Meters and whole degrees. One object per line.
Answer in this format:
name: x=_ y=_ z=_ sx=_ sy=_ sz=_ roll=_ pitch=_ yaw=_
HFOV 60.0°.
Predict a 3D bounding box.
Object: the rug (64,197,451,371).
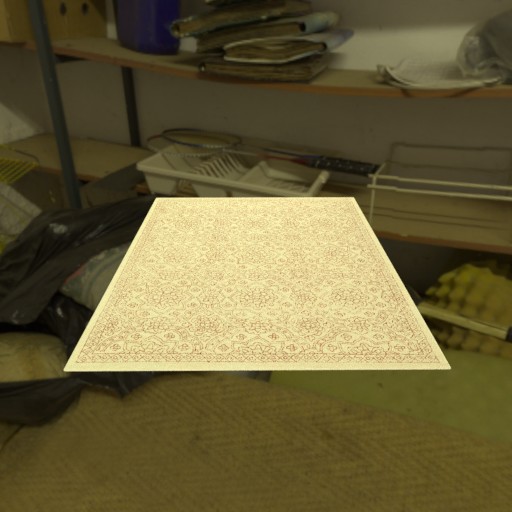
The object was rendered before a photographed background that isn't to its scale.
rug: x=0.000 y=0.000 z=4.130 sx=2.441 sy=0.015 sz=3.050 roll=0 pitch=28 yaw=0
